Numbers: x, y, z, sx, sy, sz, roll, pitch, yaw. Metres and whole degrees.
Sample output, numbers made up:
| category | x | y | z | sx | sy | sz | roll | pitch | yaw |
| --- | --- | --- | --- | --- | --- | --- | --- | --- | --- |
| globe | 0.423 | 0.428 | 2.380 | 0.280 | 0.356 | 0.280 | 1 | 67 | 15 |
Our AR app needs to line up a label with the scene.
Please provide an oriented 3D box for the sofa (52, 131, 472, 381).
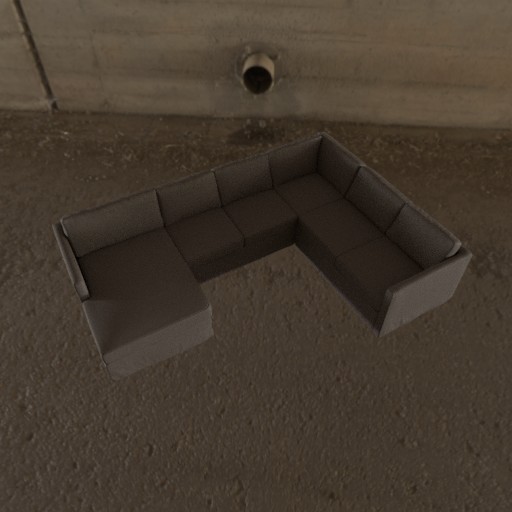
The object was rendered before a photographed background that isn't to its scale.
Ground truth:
| category | x | y | z | sx | sy | sz | roll | pitch | yaw |
| --- | --- | --- | --- | --- | --- | --- | --- | --- | --- |
| sofa | 0.000 | 0.000 | 4.605 | 3.528 | 0.878 | 2.476 | -22 | 51 | -19 |
